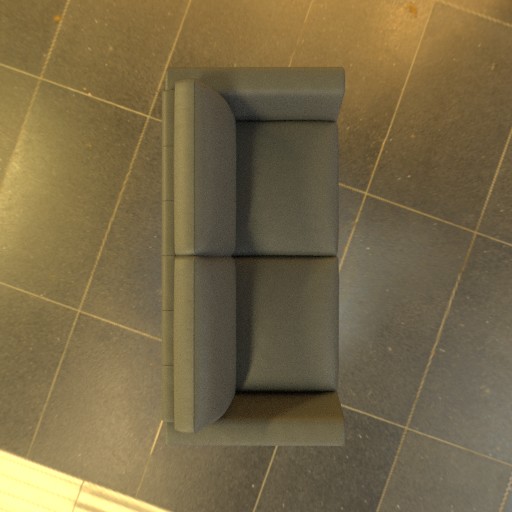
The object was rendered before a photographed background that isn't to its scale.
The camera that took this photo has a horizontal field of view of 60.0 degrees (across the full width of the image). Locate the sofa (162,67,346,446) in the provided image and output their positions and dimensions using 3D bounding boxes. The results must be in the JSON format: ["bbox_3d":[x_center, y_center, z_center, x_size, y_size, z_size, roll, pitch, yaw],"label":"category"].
[{"bbox_3d":[0.000,0.000,2.496,0.953,0.875,2.017,0,90,0],"label":"sofa"}]
